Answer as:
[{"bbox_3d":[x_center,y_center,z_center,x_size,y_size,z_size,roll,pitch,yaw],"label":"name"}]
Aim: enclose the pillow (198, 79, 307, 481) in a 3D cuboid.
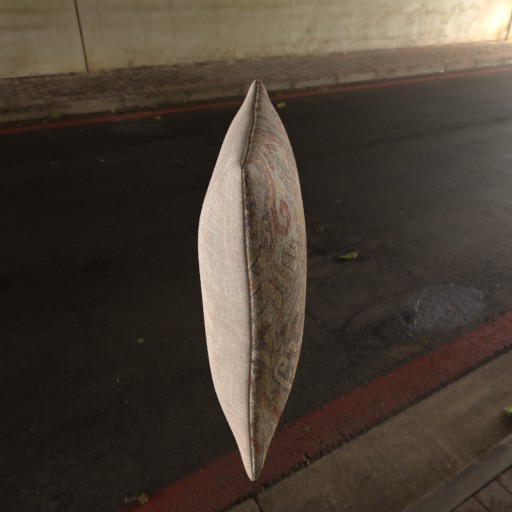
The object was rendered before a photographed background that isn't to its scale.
[{"bbox_3d":[0.000,0.000,0.781,0.166,0.506,0.523,1,31,2],"label":"pillow"}]
